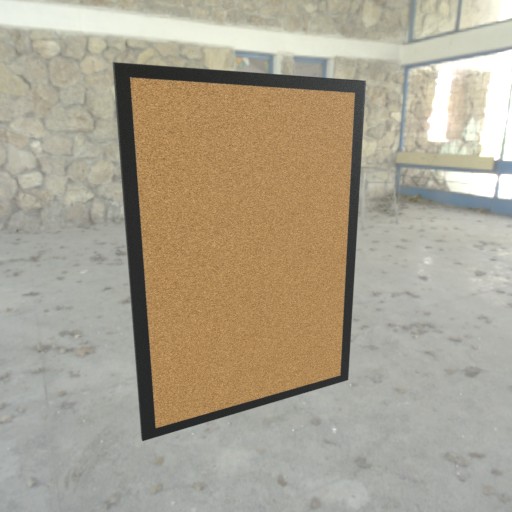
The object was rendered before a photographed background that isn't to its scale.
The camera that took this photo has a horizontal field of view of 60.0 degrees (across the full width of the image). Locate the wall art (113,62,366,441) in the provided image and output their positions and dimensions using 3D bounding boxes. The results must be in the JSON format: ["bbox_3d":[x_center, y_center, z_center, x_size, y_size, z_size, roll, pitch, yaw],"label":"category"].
[{"bbox_3d":[0.000,0.000,1.256,0.707,0.967,0.013,-7,17,-26],"label":"wall art"}]
